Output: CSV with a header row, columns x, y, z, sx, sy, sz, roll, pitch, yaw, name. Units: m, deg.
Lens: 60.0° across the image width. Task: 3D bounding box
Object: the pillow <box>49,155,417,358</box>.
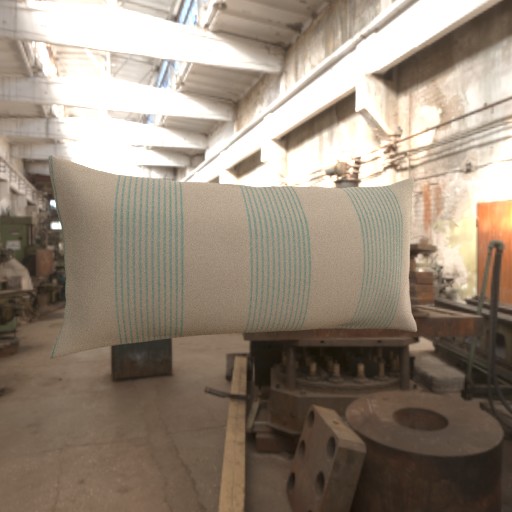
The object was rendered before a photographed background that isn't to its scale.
x,y,z,sx,sy,sz,roll,pitch,yaw,name
0.000,0.000,0.713,0.610,0.287,0.151,0,1,-17,pillow
